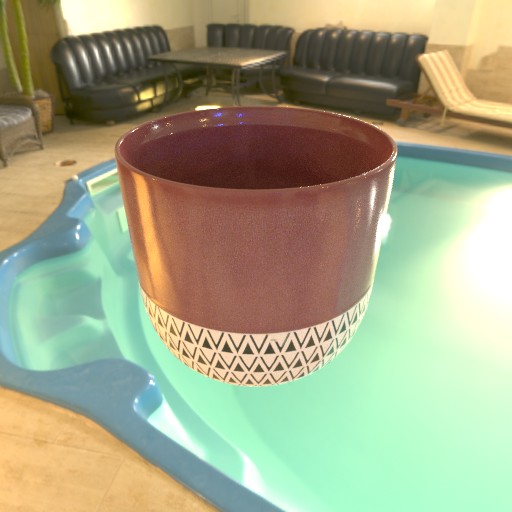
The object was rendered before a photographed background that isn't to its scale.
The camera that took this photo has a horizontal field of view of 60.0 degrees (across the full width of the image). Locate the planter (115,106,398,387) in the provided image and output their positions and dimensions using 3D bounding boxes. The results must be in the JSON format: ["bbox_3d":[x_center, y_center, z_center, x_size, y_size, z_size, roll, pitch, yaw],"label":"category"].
[{"bbox_3d":[0.000,0.000,0.500,0.266,0.270,0.266,0,31,0],"label":"planter"}]
